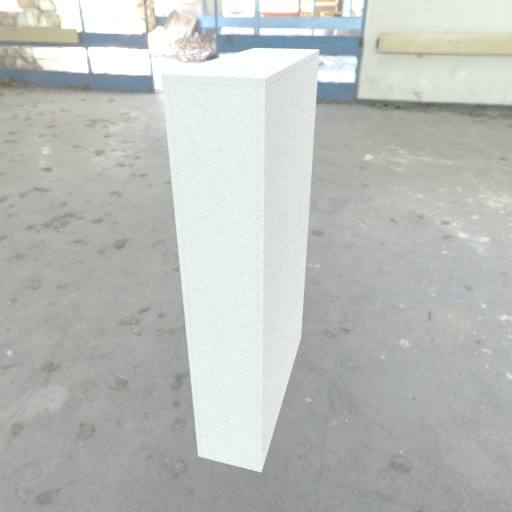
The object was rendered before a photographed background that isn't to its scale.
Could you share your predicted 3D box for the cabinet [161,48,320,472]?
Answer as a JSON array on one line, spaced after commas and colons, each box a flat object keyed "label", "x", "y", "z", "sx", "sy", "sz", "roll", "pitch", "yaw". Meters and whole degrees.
[{"label": "cabinet", "x": 0.000, "y": 0.000, "z": 1.569, "sx": 0.250, "sy": 1.280, "sz": 0.750, "roll": 8, "pitch": 30, "yaw": 14}]
